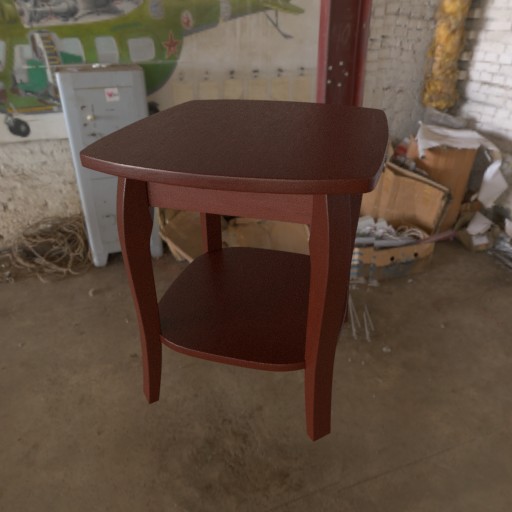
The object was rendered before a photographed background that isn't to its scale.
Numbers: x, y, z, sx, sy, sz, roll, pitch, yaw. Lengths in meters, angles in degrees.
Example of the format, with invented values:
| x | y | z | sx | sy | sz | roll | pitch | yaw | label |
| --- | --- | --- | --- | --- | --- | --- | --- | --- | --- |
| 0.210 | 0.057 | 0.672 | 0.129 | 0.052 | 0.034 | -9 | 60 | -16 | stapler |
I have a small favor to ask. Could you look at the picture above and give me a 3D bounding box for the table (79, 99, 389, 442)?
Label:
| x | y | z | sx | sy | sz | roll | pitch | yaw | label |
| --- | --- | --- | --- | --- | --- | --- | --- | --- | --- |
| 0.000 | 0.000 | 0.865 | 0.433 | 0.496 | 0.502 | 8 | 30 | 13 | table |
